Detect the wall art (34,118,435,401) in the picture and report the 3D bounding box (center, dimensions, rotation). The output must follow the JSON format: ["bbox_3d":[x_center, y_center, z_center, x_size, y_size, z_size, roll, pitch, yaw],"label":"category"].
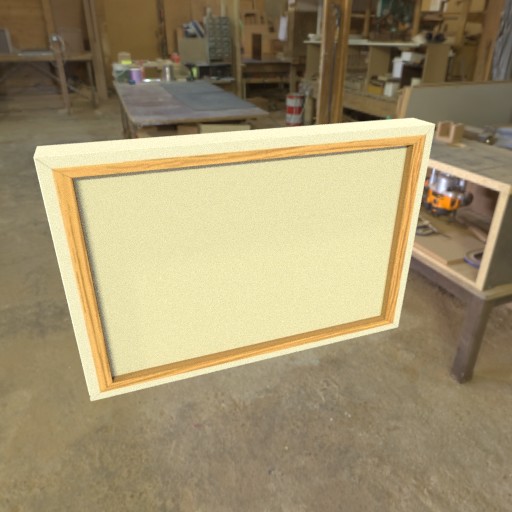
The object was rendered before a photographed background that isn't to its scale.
[{"bbox_3d":[0.000,0.000,0.477,0.381,0.259,0.038,-9,29,-17],"label":"wall art"}]
